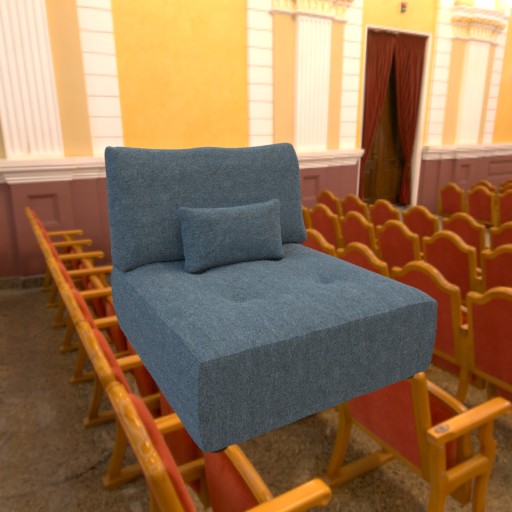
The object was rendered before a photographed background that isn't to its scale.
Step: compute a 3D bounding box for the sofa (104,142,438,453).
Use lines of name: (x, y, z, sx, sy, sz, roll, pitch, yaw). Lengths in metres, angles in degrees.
sofa: (0.000, 0.000, 1.730, 0.930, 0.820, 1.000, -9, 19, -29)
